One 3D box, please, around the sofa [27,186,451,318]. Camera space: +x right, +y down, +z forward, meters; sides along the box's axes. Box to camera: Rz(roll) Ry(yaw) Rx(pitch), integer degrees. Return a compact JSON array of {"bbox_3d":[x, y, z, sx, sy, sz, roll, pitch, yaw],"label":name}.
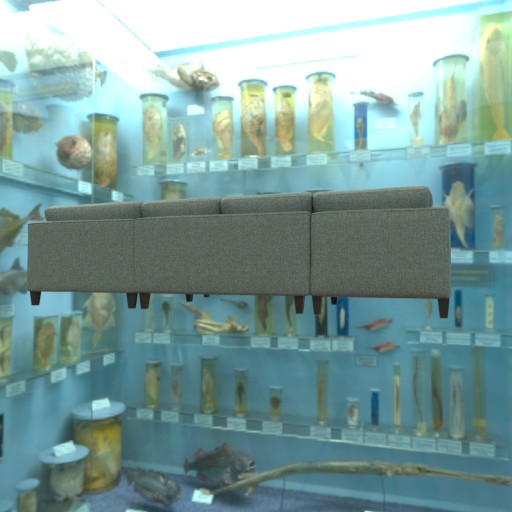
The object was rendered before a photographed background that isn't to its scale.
[{"bbox_3d":[0.000,0.000,4.491,3.403,0.889,2.551,-1,-2,18],"label":"sofa"}]
